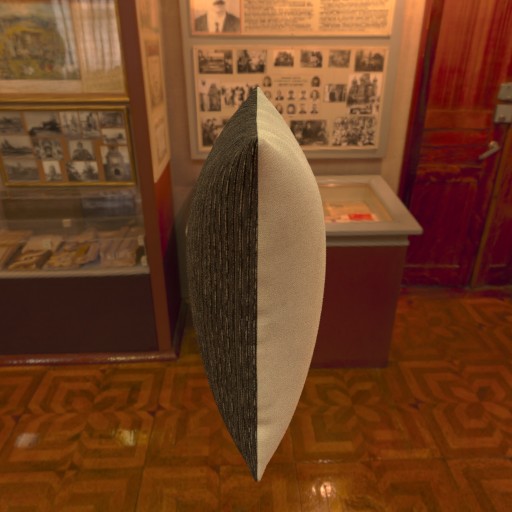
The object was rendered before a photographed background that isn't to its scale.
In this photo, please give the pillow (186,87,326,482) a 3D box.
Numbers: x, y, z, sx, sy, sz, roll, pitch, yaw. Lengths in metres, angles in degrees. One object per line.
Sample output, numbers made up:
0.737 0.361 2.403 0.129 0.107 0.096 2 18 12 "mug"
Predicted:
0.000 0.000 0.660 0.196 0.434 0.433 0 26 0 "pillow"
